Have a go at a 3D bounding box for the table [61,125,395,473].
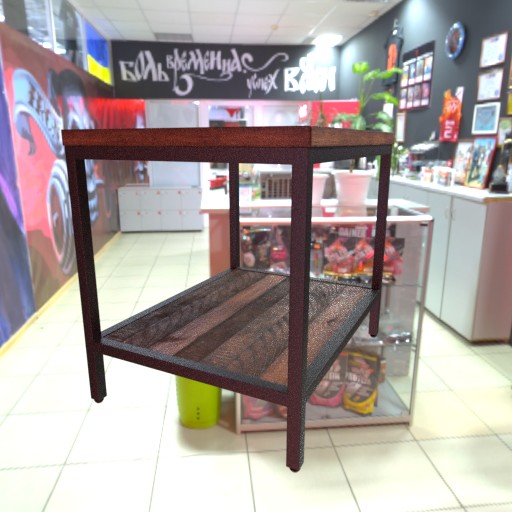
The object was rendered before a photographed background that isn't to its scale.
[{"bbox_3d":[0.000,0.000,1.131,0.524,0.612,0.678,7,16,26],"label":"table"}]
